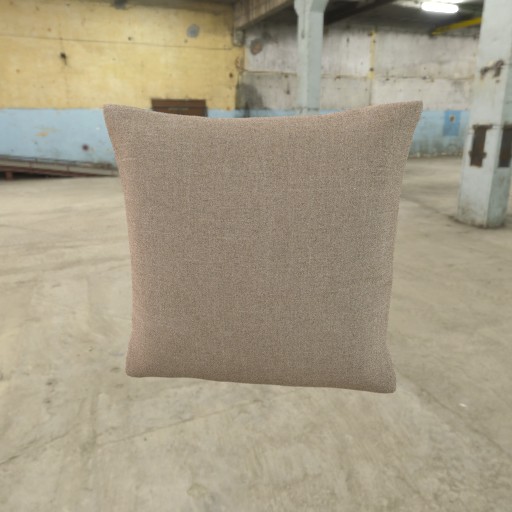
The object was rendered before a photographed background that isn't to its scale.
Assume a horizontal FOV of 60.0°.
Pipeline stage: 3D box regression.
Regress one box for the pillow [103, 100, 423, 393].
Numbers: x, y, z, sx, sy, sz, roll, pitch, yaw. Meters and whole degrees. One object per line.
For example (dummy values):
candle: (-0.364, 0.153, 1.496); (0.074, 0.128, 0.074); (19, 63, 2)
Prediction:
pillow: (0.000, 0.000, 0.650); (0.435, 0.428, 0.148); (2, 16, 6)
